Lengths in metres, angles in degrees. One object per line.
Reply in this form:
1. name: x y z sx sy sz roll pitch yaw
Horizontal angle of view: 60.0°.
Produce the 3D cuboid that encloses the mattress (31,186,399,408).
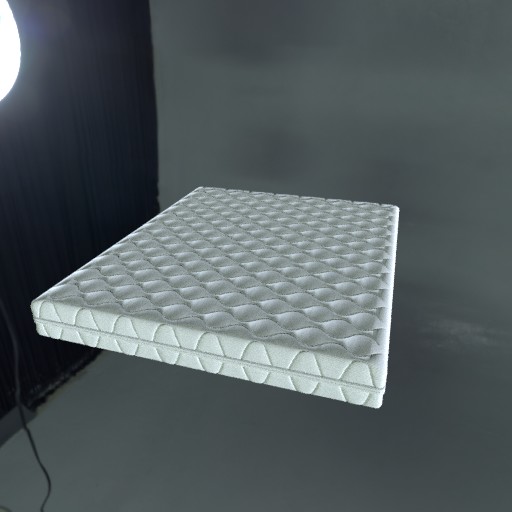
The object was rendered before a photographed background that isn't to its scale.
1. mattress: 0.000 0.000 2.666 1.600 0.200 1.900 8 27 16
